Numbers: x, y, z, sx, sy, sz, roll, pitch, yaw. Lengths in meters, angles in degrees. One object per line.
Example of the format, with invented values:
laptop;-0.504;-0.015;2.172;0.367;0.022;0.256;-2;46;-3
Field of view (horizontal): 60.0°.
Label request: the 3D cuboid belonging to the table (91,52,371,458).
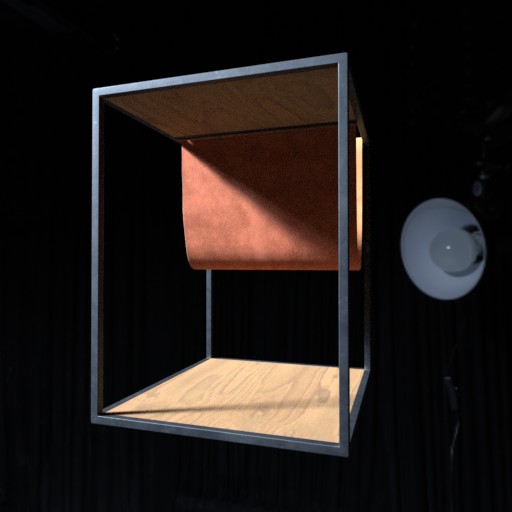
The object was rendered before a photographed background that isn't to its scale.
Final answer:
table;0.000;0.000;0.852;0.399;0.536;0.450;0;-1;18
